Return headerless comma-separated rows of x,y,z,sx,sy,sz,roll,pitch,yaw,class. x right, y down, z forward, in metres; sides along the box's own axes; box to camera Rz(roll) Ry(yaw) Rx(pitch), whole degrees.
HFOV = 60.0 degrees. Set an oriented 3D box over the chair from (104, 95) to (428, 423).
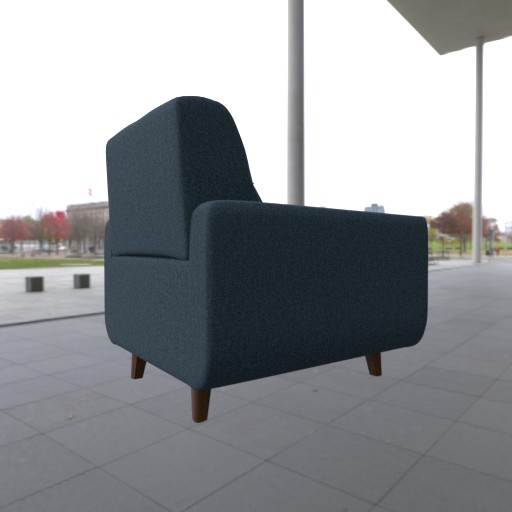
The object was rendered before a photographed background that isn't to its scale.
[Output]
0.000,0.000,1.713,0.964,0.940,0.880,-1,2,-35,chair
